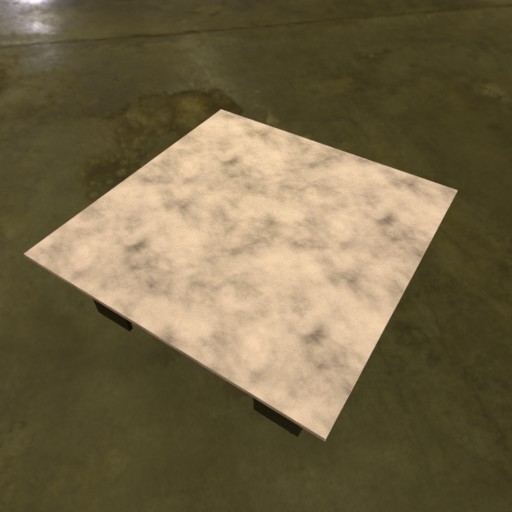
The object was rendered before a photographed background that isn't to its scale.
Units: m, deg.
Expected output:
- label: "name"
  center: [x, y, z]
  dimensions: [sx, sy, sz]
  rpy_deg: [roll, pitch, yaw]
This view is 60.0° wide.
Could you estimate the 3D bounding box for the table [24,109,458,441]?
- label: "table"
  center: [0.000, 0.000, 1.374]
  dimensions: [0.890, 0.305, 0.890]
  rpy_deg: [25, 52, 22]
